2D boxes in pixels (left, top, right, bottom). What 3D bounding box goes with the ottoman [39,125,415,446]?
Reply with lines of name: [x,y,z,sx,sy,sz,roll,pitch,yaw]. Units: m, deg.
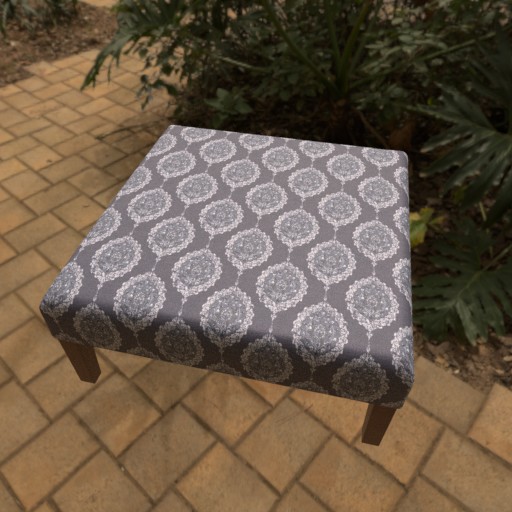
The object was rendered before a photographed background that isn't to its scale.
ottoman: [0.000,0.000,1.407,0.889,0.409,0.890,9,45,9]
